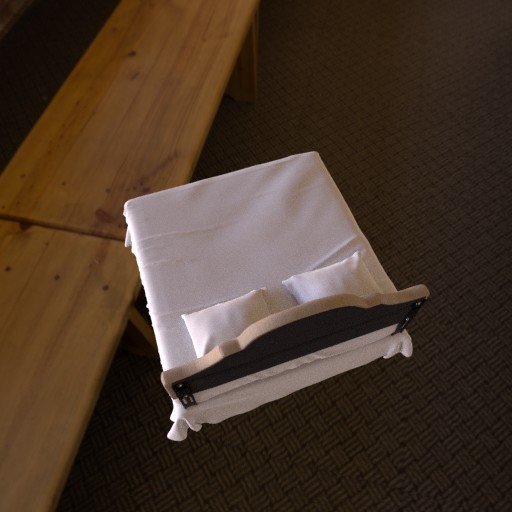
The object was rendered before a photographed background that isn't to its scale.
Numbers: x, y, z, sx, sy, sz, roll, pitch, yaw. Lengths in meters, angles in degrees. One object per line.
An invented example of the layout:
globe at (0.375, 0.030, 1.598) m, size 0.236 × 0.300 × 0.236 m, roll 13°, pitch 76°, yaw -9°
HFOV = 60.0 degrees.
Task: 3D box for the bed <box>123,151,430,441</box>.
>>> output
bed at (0.000, 0.000, 3.851) m, size 2.303 × 1.631 × 2.222 m, roll -17°, pitch 60°, yaw -10°
